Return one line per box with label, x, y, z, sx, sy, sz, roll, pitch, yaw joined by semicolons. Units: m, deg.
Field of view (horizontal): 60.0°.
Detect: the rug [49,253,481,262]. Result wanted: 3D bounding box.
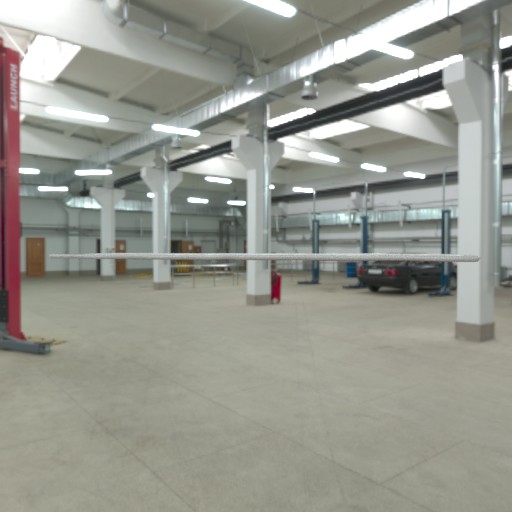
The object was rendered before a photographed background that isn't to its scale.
rug;0.000;0.000;2.740;2.381;0.035;0.832;0;1;17
